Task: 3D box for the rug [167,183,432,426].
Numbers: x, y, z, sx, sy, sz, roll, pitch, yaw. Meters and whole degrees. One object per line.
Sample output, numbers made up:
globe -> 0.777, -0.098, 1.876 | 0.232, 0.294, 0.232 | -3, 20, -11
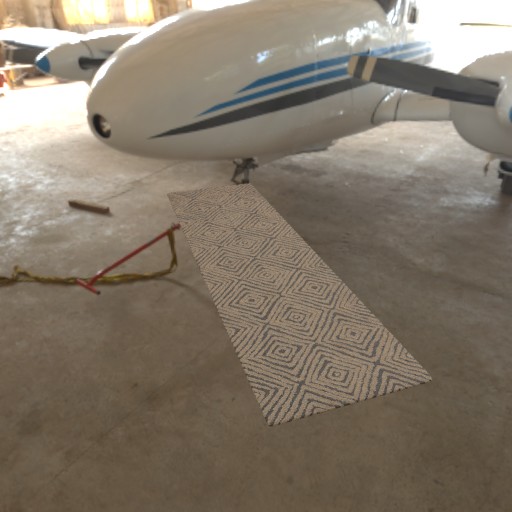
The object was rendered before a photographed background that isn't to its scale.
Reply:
rug -> 0.000, 0.000, 2.550 | 0.676, 0.008, 2.277 | -9, 31, -16
